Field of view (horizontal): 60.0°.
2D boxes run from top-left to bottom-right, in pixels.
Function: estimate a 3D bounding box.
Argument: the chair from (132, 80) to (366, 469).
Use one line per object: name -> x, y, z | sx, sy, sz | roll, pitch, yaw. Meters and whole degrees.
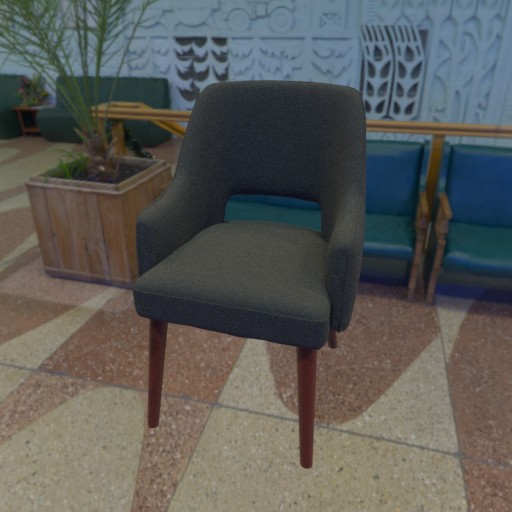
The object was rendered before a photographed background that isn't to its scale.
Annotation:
chair -> 0.000, 0.000, 1.195 | 0.559, 0.838, 0.560 | 8, 28, 15
